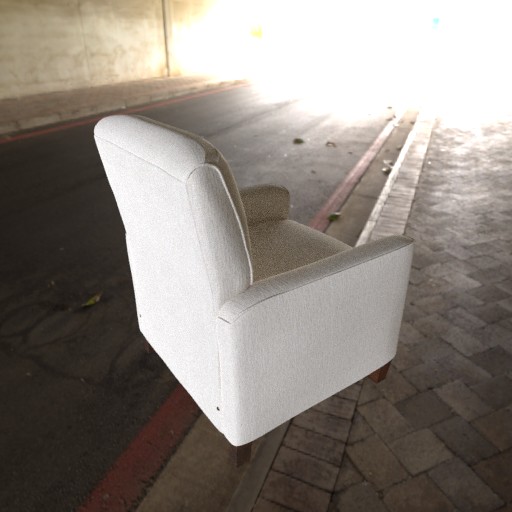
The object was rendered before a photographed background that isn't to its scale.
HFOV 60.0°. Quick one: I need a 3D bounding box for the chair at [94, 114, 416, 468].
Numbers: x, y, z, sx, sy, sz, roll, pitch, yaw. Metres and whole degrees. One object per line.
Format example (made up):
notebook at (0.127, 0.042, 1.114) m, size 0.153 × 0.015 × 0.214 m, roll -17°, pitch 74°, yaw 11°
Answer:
chair at (0.000, 0.000, 1.640) m, size 0.858 × 1.028 × 0.841 m, roll -18°, pitch 31°, yaw -31°
